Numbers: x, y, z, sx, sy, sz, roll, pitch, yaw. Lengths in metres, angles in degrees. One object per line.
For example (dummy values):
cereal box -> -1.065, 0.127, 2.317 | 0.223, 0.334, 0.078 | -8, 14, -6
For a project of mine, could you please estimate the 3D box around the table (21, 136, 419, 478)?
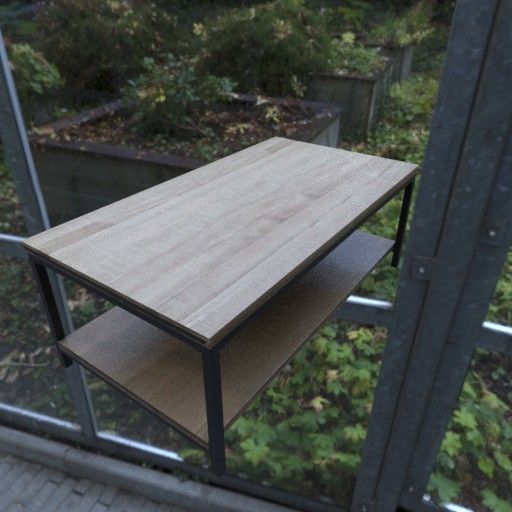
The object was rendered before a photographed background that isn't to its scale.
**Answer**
table -> 0.000, 0.000, 1.350 | 0.574, 0.393, 1.062 | 20, 36, 30
